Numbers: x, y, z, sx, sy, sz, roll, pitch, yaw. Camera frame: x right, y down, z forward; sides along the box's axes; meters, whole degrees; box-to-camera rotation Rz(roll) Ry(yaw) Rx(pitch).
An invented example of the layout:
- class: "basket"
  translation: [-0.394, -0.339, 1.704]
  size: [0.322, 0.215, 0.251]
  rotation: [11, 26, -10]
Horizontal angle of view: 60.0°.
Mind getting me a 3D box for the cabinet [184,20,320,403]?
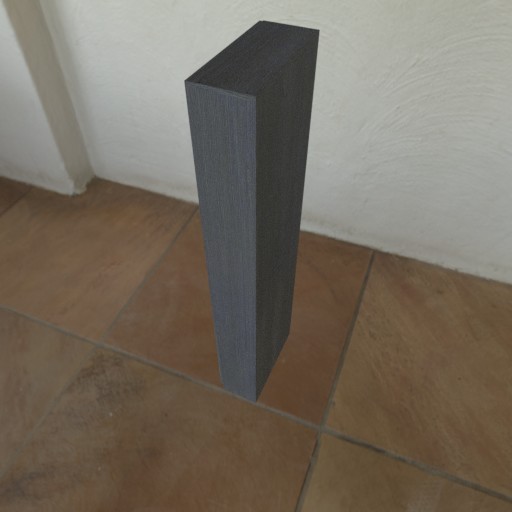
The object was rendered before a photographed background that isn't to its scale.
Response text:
- class: "cabinet"
  translation: [0.000, 0.000, 1.986]
  size: [0.230, 1.790, 0.500]
  rotation: [19, 50, 17]
